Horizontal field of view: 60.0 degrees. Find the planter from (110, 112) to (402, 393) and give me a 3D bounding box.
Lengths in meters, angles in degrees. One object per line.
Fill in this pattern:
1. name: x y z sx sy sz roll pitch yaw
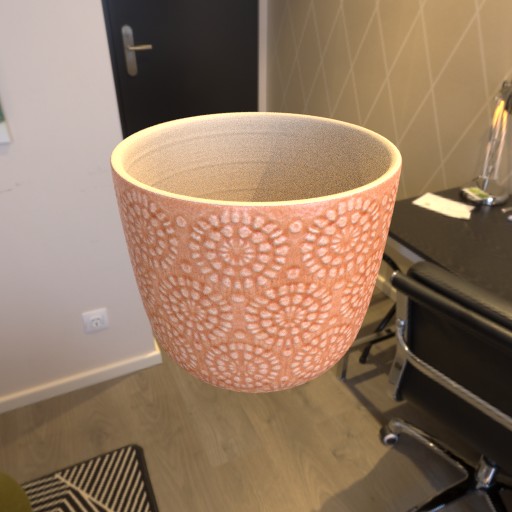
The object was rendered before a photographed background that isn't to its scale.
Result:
1. planter: 0.000 0.000 0.376 0.208 0.190 0.208 0 31 0
